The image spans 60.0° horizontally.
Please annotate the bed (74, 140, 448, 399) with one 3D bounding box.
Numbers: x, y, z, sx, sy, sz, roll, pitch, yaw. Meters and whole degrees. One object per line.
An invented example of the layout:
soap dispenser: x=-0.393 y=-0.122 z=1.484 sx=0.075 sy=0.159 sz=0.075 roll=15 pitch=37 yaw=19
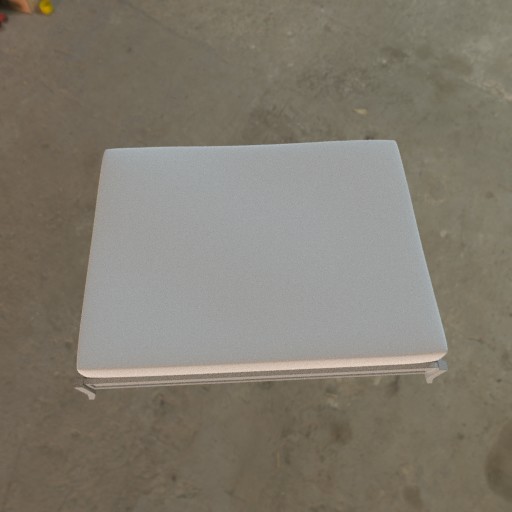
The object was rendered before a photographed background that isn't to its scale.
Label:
bed: x=0.000 y=0.000 z=2.849 sx=2.108 sy=0.510 sz=1.604 roll=-2 pitch=63 yaw=-1
